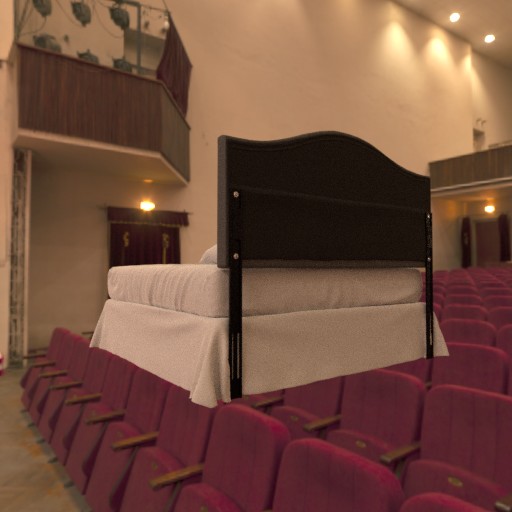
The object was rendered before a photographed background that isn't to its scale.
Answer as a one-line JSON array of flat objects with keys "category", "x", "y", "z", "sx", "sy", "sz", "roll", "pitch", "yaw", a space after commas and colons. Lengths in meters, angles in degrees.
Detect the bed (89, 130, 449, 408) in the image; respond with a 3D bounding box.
[{"category": "bed", "x": 0.000, "y": 0.000, "z": 3.832, "sx": 2.314, "sy": 1.651, "sz": 2.219, "roll": 1, "pitch": -2, "yaw": -36}]
